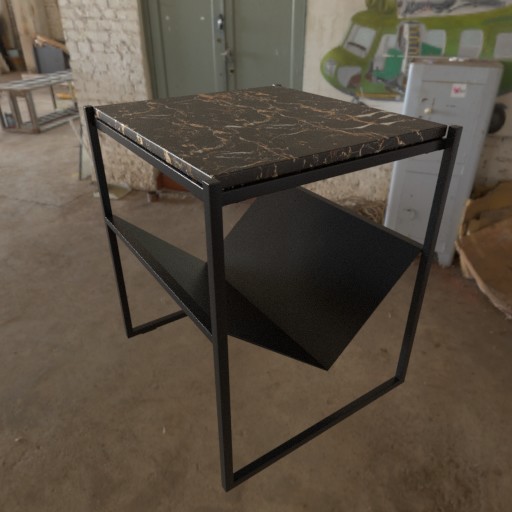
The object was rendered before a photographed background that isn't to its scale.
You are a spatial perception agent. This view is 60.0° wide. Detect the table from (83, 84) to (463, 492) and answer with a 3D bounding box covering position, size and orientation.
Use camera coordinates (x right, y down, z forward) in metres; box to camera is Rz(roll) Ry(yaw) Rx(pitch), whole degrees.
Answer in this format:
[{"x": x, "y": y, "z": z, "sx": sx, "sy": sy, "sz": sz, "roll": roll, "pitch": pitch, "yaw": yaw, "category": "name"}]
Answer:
[{"x": 0.000, "y": 0.000, "z": 0.859, "sx": 0.432, "sy": 0.534, "sz": 0.469, "roll": -19, "pitch": 35, "yaw": -29, "category": "table"}]
